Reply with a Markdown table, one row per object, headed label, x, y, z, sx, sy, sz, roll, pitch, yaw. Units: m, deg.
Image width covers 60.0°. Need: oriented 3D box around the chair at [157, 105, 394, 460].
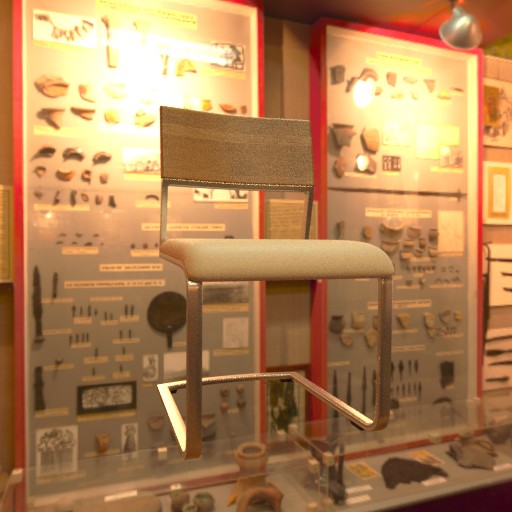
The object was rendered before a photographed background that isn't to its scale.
| label | x | y | z | sx | sy | sz | roll | pitch | yaw |
| --- | --- | --- | --- | --- | --- | --- | --- | --- | --- |
| chair | 0.000 | 0.000 | 1.174 | 0.467 | 0.844 | 0.585 | 0 | 1 | -19 |
